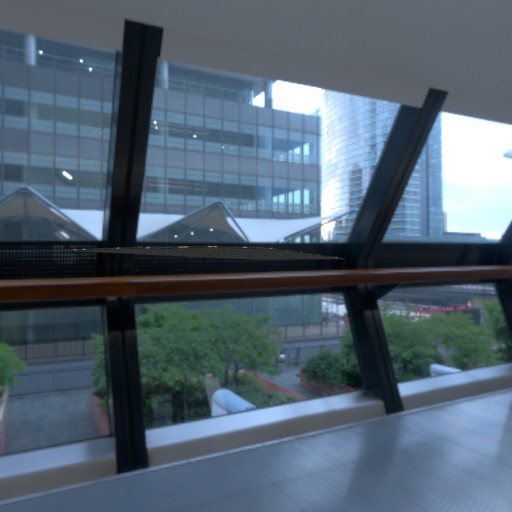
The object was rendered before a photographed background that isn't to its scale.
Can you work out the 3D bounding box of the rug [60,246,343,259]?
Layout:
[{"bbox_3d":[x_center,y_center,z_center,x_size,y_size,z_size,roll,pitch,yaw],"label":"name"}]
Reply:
[{"bbox_3d":[0.000,0.000,2.741,0.807,0.010,2.476,0,-1,18],"label":"rug"}]
